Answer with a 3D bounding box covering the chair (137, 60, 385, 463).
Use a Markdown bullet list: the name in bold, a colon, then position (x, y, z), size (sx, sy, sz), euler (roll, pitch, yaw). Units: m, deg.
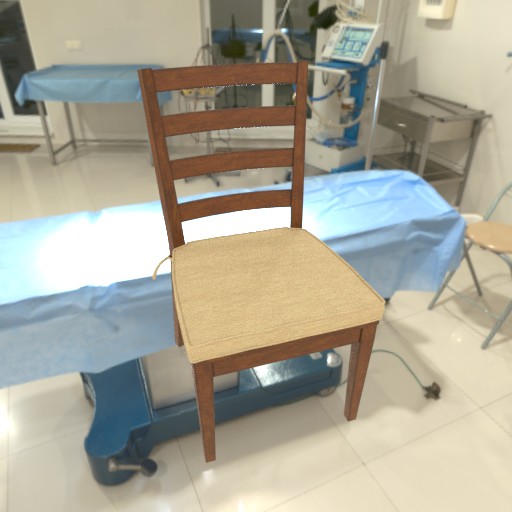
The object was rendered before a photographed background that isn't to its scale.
- **chair**: position (0.000, 0.000, 1.306), size (0.593, 0.979, 0.595), euler (-10, 33, -15)
